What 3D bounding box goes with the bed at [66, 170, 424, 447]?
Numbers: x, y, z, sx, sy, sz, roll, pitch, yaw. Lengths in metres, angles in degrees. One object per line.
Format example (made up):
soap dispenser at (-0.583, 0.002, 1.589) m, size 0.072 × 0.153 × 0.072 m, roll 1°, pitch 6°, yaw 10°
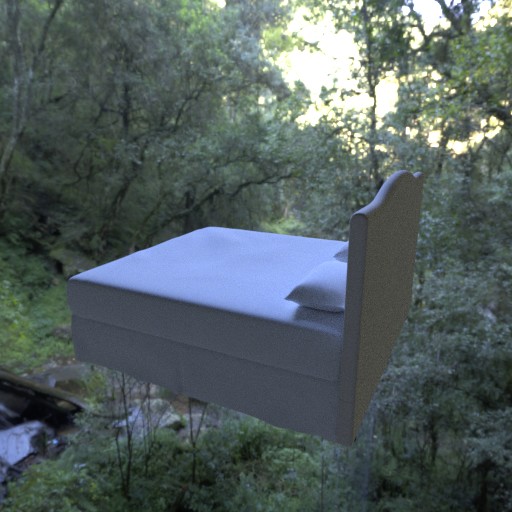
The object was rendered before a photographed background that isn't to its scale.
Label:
bed at (0.000, 0.000, 3.515) m, size 2.182 × 1.421 × 2.083 m, roll 8°, pitch 18°, yaw 26°
